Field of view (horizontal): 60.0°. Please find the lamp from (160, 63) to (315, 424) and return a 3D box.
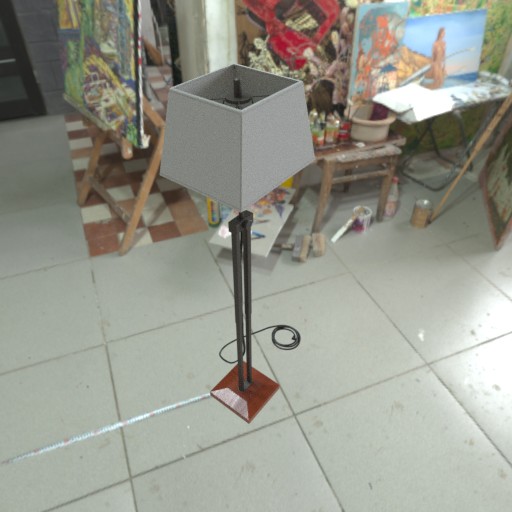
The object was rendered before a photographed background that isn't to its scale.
[{"bbox_3d":[0.000,0.000,2.033,0.472,1.712,0.745,27,48,28],"label":"lamp"}]
